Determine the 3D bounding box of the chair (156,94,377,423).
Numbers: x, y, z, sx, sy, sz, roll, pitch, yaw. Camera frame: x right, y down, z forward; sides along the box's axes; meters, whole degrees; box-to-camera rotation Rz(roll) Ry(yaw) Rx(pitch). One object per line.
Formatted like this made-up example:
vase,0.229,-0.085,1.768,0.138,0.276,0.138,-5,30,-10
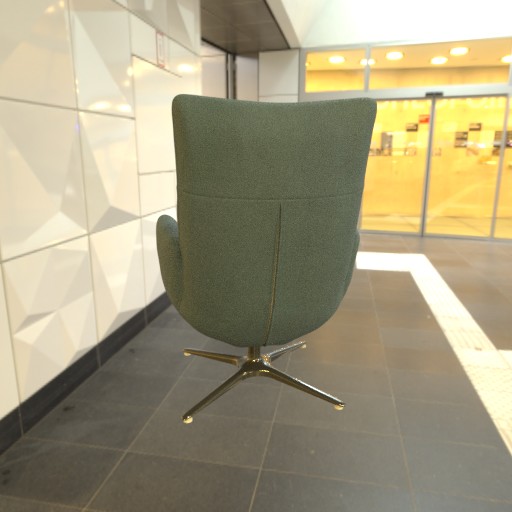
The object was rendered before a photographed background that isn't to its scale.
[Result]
chair,0.000,0.000,1.611,0.711,1.016,0.889,-2,13,-8
